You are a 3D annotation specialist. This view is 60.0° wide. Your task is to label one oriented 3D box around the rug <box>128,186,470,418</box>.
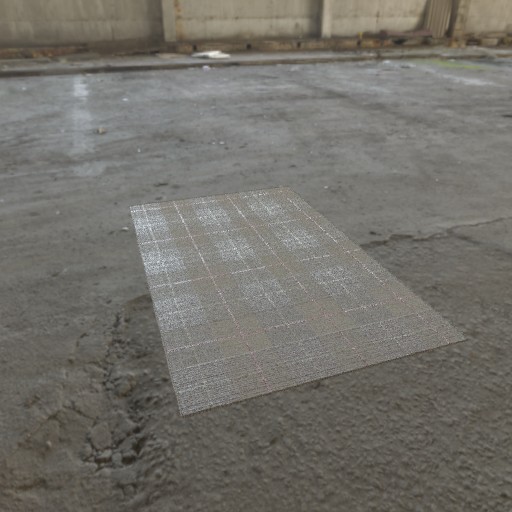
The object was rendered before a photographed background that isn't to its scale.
[{"bbox_3d":[0.000,0.000,3.121,1.549,0.010,2.464,-10,30,-17],"label":"rug"}]
